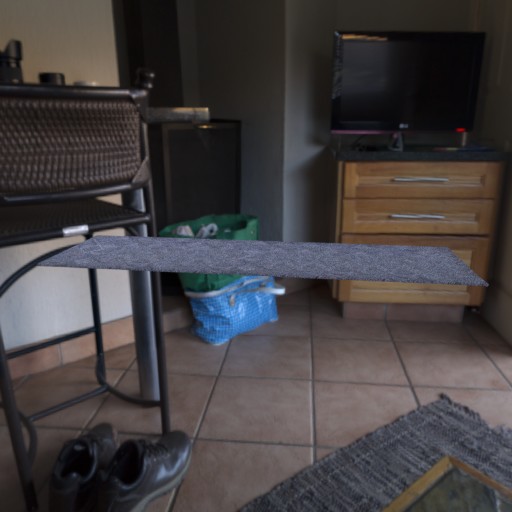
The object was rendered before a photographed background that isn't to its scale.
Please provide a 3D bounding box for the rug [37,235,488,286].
[{"bbox_3d":[0.000,0.000,2.552,2.296,0.011,0.691,2,16,8],"label":"rug"}]
